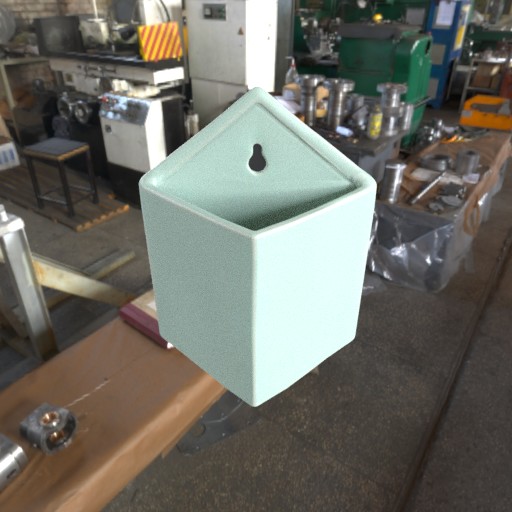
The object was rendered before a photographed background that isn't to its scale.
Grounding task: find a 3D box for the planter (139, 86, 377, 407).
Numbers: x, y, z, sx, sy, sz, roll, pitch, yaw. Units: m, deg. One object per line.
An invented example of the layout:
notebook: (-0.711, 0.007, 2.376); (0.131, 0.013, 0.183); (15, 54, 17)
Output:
planter: (0.000, 0.000, 0.290); (0.164, 0.197, 0.079); (1, 31, 1)
